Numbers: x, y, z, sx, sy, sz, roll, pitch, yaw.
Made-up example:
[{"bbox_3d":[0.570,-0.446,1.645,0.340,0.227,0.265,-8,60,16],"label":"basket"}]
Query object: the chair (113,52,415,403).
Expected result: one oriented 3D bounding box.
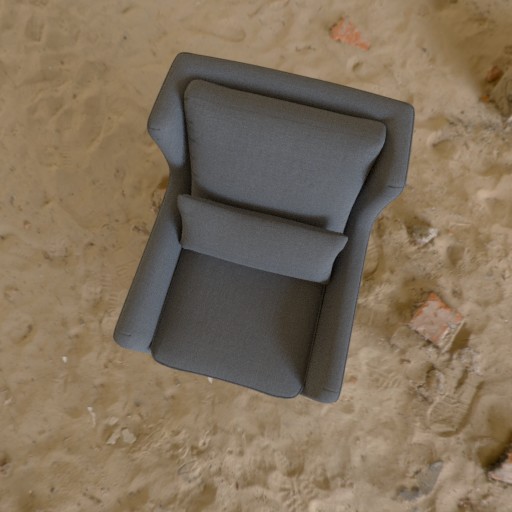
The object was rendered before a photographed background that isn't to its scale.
[{"bbox_3d":[0.000,0.000,1.825,0.866,1.056,1.040,14,76,4],"label":"chair"}]
